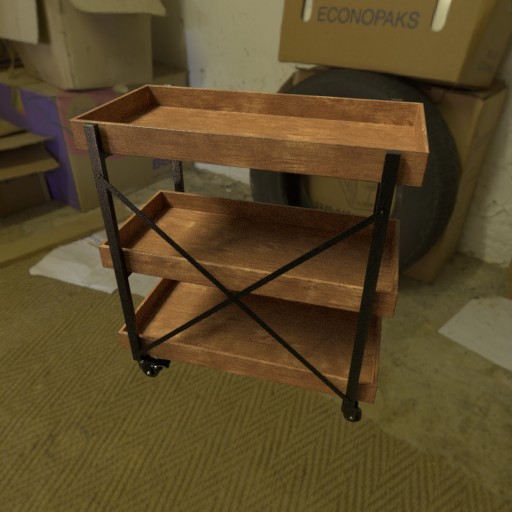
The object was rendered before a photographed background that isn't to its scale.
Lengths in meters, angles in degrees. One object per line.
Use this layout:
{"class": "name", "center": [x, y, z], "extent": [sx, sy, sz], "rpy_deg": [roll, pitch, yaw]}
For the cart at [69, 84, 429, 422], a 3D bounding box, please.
{"class": "cart", "center": [0.000, 0.000, 1.244], "extent": [0.750, 0.800, 0.411], "rpy_deg": [9, 34, 13]}
